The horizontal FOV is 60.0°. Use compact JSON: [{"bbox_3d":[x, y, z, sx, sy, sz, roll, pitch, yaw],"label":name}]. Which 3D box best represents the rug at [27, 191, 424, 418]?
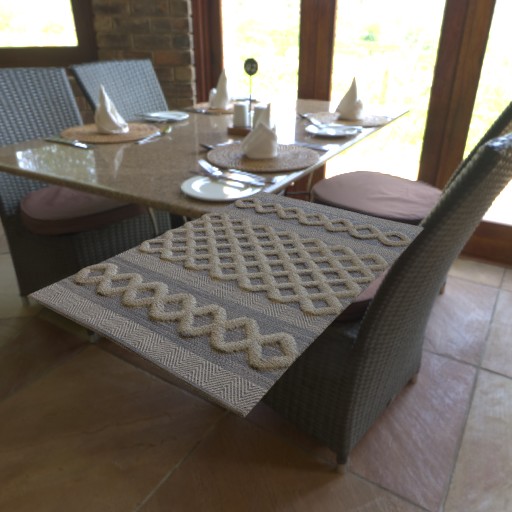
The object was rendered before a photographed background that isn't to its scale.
[{"bbox_3d":[0.000,0.000,2.328,1.222,0.030,1.823,18,31,31],"label":"rug"}]
